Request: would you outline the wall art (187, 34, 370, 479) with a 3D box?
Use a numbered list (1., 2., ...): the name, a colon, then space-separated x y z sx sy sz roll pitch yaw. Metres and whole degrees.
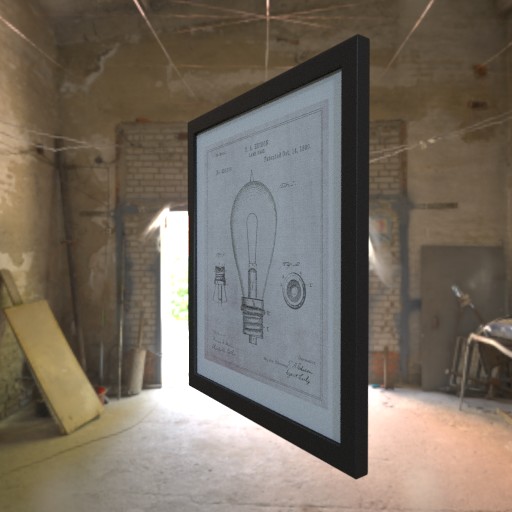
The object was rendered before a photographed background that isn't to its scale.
1. wall art: 0.000 0.000 0.688 0.021 0.509 0.430 -1 1 -35
